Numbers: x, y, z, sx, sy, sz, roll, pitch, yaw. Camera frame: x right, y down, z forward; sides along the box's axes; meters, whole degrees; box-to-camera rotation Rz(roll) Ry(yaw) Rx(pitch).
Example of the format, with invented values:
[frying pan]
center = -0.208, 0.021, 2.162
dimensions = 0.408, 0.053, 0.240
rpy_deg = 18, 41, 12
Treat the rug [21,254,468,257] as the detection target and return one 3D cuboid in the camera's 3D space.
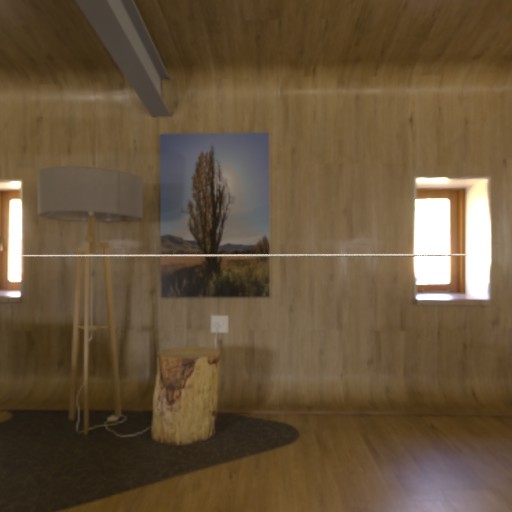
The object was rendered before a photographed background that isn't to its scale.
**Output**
[rug]
center = 0.000, 0.000, 2.866
dimensions = 2.286, 0.006, 1.524
rpy_deg = 0, 0, 18
